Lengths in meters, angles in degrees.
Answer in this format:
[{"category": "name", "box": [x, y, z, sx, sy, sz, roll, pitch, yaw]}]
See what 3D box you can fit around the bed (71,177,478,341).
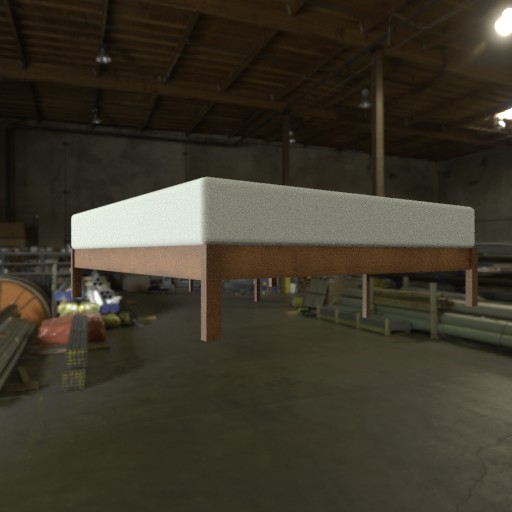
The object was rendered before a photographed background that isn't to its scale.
[{"category": "bed", "box": [0.000, 0.000, 3.027, 1.930, 0.616, 2.049, 0, 0, -36]}]
